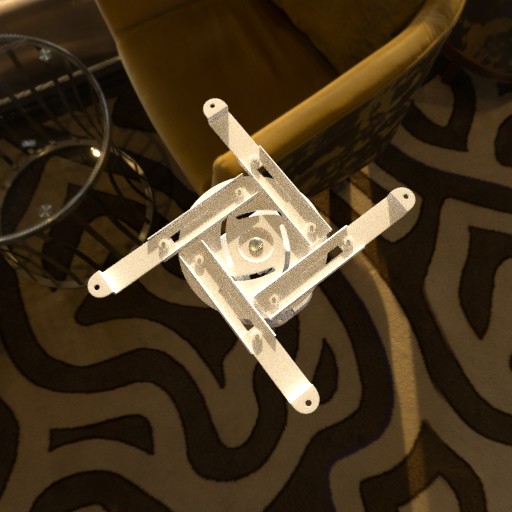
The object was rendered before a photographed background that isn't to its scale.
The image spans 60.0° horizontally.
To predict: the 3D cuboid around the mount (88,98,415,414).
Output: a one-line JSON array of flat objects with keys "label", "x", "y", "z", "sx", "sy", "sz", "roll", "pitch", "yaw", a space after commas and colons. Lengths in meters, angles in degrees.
[{"label": "mount", "x": 0.000, "y": 0.000, "z": 0.614, "sx": 0.394, "sy": 0.141, "sz": 0.394, "roll": -36, "pitch": 78, "yaw": -9}]
